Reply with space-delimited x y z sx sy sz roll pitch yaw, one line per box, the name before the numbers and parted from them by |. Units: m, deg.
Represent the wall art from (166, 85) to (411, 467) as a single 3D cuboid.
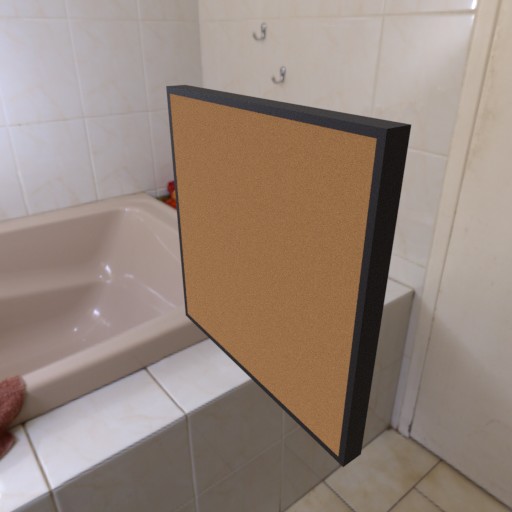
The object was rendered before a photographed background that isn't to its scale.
wall art | 0.000 0.000 0.761 0.040 0.509 0.509 -18 32 -32
